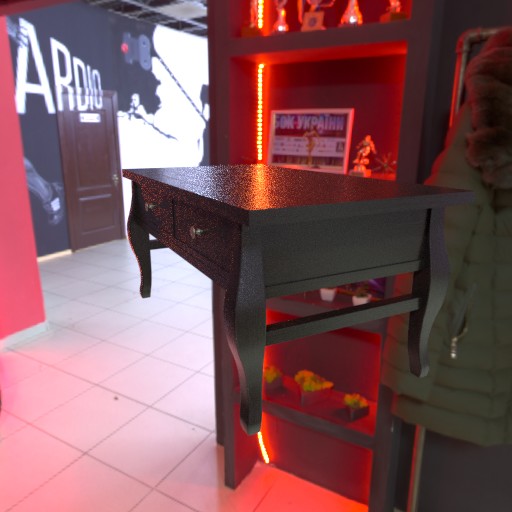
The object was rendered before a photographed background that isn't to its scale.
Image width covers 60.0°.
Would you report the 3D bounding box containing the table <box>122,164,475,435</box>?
[{"bbox_3d":[0.000,0.000,1.407,0.600,0.494,1.062,-8,17,-26],"label":"table"}]
